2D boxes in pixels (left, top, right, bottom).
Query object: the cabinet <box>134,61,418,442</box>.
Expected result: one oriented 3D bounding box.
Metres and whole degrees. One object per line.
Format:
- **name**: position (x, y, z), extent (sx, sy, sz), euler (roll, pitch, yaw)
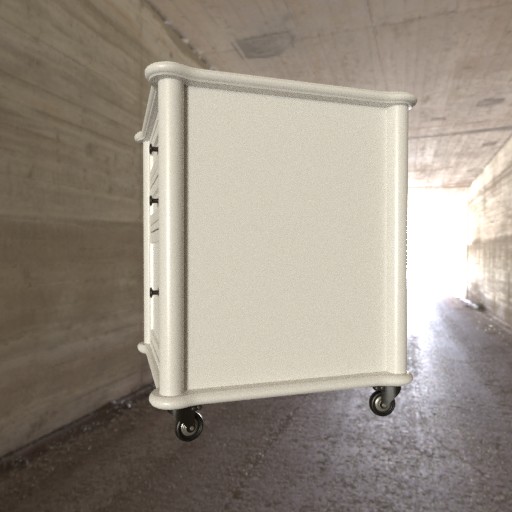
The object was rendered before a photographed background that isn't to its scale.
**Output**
- **cabinet**: position (0.000, 0.000, 1.226), extent (0.627, 0.761, 0.628), euler (0, 1, -17)
